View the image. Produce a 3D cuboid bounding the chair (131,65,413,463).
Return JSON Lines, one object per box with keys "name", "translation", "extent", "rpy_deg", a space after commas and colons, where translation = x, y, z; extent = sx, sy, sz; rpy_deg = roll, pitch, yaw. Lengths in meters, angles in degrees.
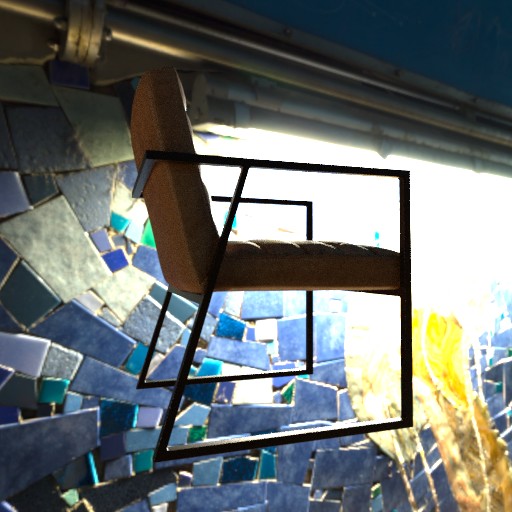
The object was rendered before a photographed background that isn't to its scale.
{"name": "chair", "translation": [0.000, 0.000, 1.250], "extent": [0.677, 0.832, 0.571], "rpy_deg": [0, -1, -18]}
